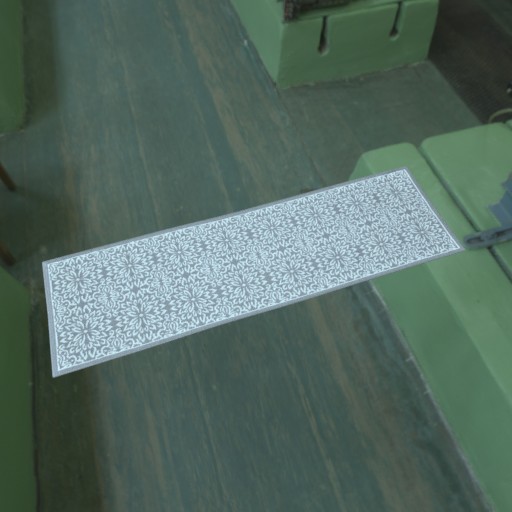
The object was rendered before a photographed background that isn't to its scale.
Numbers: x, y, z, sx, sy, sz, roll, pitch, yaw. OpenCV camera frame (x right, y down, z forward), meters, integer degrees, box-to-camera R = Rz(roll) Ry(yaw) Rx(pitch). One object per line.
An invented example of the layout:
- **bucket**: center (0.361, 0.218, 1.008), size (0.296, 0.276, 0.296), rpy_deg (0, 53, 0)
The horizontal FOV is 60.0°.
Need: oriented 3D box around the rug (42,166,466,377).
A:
- **rug**: center (0.000, 0.000, 2.395), size (2.196, 0.011, 0.662), rpy_deg (-16, 59, -10)
